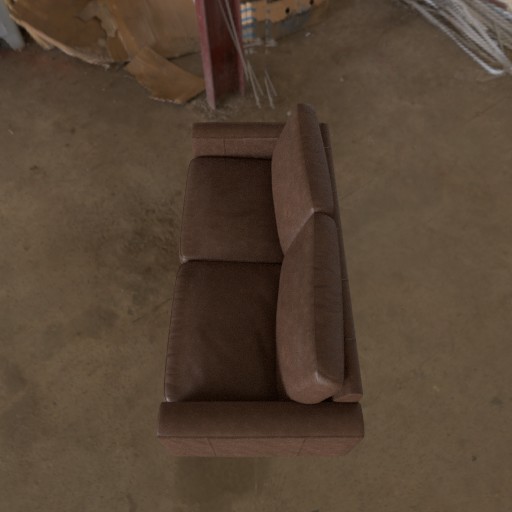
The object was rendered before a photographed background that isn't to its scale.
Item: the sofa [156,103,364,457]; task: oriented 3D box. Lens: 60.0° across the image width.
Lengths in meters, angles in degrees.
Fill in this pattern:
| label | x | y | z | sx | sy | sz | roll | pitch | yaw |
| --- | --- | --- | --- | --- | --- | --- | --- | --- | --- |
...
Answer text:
| label | x | y | z | sx | sy | sz | roll | pitch | yaw |
| --- | --- | --- | --- | --- | --- | --- | --- | --- | --- |
| sofa | 0.000 | 0.000 | 2.747 | 1.016 | 0.873 | 2.179 | 0 | 57 | 0 |
